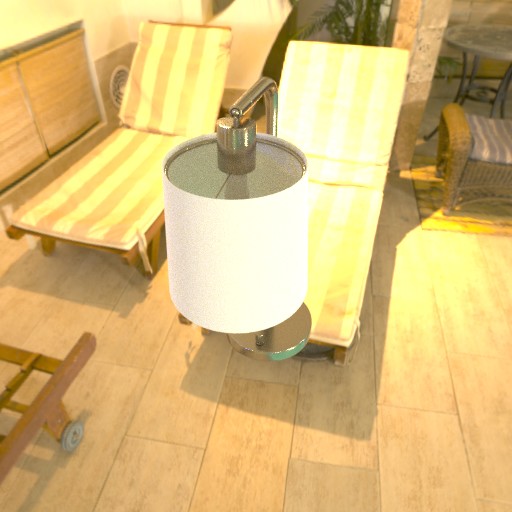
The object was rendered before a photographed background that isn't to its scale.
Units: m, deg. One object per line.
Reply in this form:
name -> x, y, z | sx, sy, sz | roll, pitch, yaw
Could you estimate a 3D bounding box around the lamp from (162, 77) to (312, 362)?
lamp -> 0.000, 0.000, 0.629 | 0.171, 0.489, 0.333 | 10, 41, 12
